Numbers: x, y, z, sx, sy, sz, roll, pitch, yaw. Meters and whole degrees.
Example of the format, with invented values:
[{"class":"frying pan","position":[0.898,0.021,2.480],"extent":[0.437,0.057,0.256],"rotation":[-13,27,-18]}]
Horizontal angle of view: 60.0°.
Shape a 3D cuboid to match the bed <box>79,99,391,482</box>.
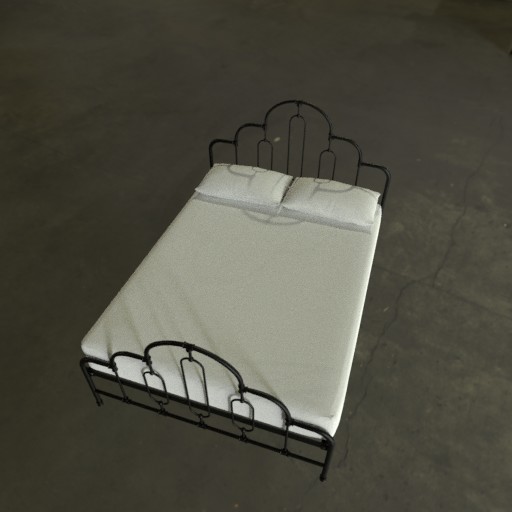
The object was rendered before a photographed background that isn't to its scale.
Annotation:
[{"class":"bed","position":[0.000,0.000,3.195],"extent":[1.626,1.444,2.181],"rotation":[13,44,14]}]
